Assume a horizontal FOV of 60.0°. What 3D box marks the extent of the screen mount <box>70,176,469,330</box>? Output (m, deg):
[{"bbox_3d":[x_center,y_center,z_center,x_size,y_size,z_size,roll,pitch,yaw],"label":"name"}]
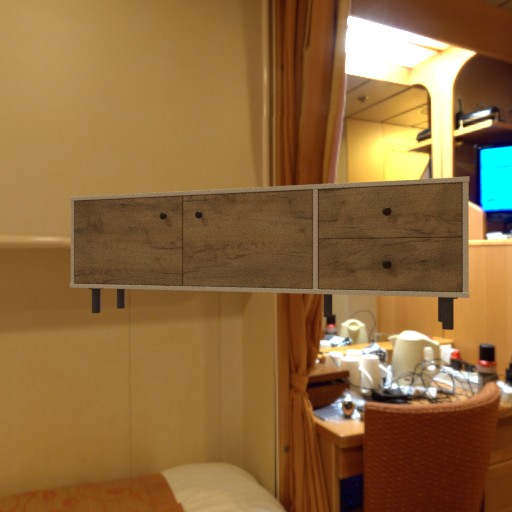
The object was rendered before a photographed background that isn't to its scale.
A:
[{"bbox_3d":[0.000,0.000,1.886,1.600,0.520,0.418,0,0,18],"label":"screen mount"}]
